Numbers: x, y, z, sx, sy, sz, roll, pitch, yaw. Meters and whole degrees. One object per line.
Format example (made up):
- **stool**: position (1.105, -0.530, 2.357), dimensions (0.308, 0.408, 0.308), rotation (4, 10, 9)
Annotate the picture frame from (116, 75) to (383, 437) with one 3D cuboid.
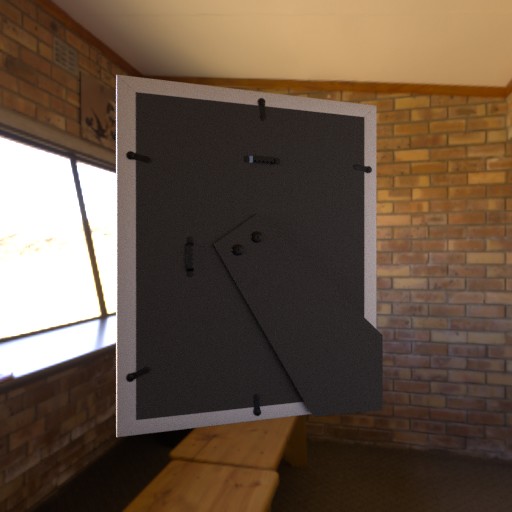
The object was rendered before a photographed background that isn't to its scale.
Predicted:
- **picture frame**: position (0.000, 0.000, 0.387), dimensions (0.233, 0.282, 0.036), rotation (0, 0, -18)
